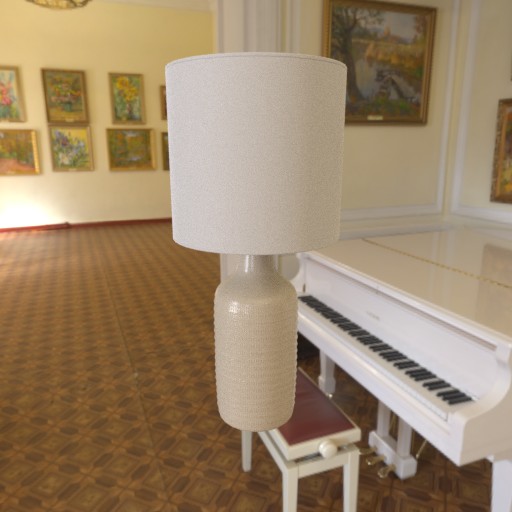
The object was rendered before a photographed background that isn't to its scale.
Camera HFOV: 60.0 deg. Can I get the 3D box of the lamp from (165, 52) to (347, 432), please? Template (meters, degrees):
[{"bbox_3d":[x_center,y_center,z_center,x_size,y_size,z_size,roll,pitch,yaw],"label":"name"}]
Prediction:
[{"bbox_3d":[0.000,0.000,0.606,0.220,0.475,0.220,-2,14,-9],"label":"lamp"}]
